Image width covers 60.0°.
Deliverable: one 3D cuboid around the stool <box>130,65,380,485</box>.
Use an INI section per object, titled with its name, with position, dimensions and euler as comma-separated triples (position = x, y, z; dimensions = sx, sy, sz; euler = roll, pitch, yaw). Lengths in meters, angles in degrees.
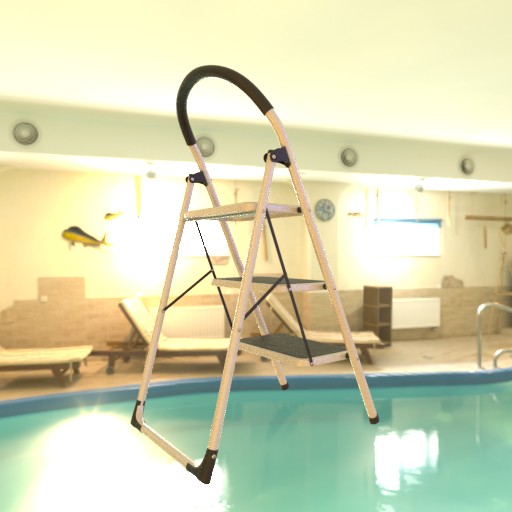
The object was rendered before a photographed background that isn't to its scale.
[stool]
position = 0.000, 0.000, 1.455
dimensions = 0.676, 1.109, 0.485
euler = 0, 0, -37
